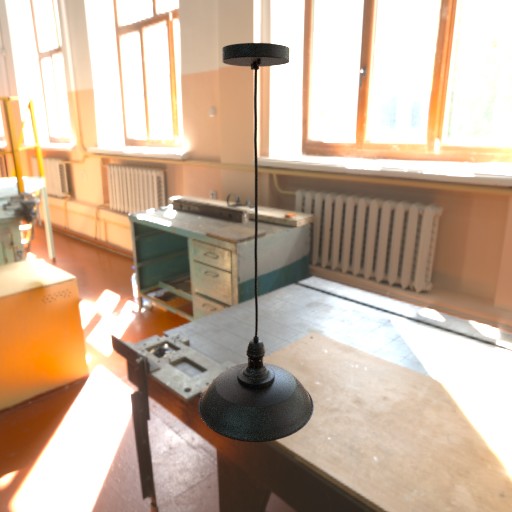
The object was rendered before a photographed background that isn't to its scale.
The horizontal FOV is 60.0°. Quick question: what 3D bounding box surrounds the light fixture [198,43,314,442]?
[{"bbox_3d":[0.000,0.000,1.160,0.331,0.993,0.331,-3,16,-9],"label":"light fixture"}]
